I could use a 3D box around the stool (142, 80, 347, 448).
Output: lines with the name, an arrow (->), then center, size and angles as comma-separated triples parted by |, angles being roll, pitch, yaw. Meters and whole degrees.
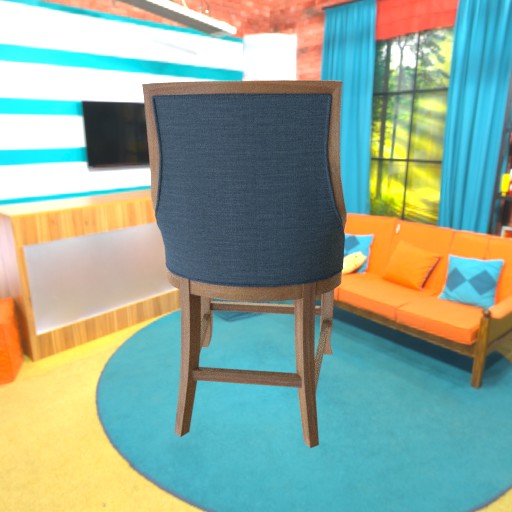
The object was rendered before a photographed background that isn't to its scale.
stool -> 0.000, 0.000, 1.344 | 0.524, 0.938, 0.626 | 2, 16, 7
